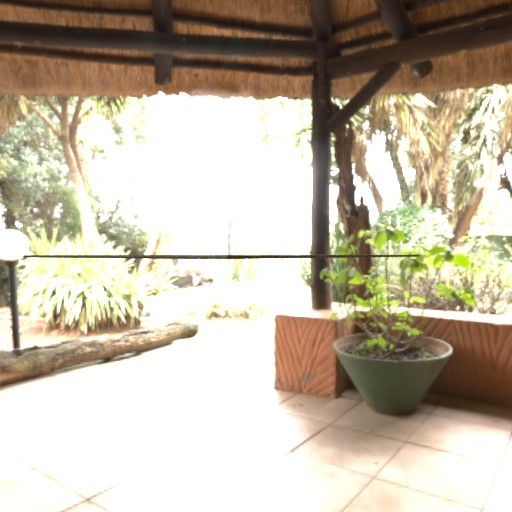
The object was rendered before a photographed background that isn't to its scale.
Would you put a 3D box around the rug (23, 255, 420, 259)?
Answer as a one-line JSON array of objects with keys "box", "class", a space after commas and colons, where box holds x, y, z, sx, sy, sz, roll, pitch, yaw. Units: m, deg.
[{"box": [0.000, 0.000, 3.067, 1.524, 0.015, 2.438, 0, 0, 36], "class": "rug"}]
